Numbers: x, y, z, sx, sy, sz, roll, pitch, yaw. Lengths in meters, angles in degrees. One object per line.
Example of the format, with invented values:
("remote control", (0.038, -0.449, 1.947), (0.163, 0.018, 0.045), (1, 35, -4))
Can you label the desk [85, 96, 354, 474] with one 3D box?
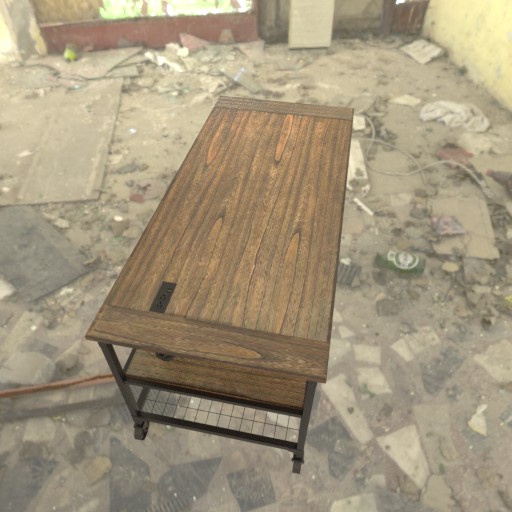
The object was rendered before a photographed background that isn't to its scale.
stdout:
("desk", (0.000, 0.000, 2.056), (0.711, 0.751, 1.590), (8, 46, 8))
